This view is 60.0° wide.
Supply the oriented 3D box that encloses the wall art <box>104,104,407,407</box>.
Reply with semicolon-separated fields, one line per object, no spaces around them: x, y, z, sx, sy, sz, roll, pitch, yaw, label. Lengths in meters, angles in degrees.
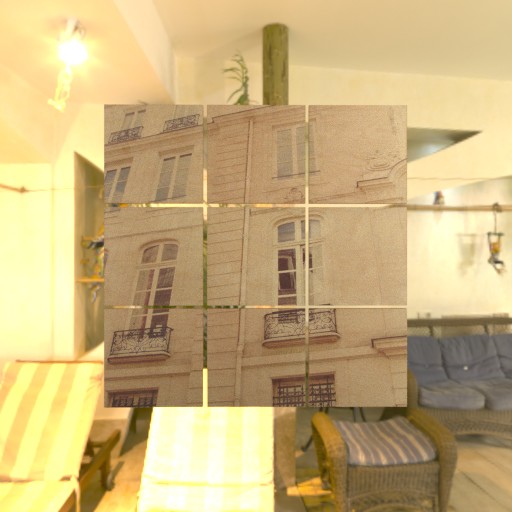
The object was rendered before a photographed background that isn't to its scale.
0.000;0.000;1.347;0.915;0.913;0.018;0;0;-1;wall art
